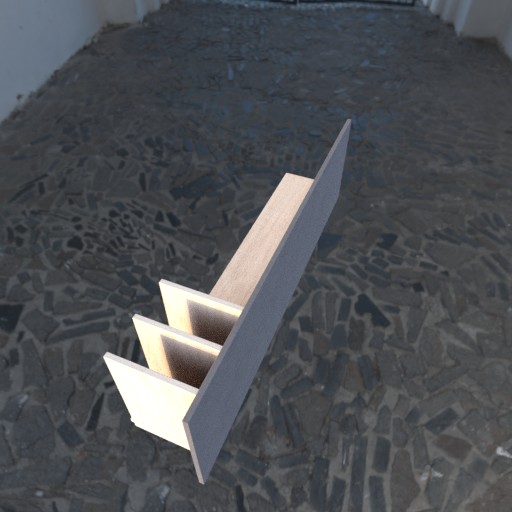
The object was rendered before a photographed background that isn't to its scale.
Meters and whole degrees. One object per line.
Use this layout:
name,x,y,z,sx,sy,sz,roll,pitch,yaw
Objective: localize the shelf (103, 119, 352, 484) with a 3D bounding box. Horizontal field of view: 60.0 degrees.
shelf,0.000,0.000,1.156,0.200,0.300,1.020,17,49,16
